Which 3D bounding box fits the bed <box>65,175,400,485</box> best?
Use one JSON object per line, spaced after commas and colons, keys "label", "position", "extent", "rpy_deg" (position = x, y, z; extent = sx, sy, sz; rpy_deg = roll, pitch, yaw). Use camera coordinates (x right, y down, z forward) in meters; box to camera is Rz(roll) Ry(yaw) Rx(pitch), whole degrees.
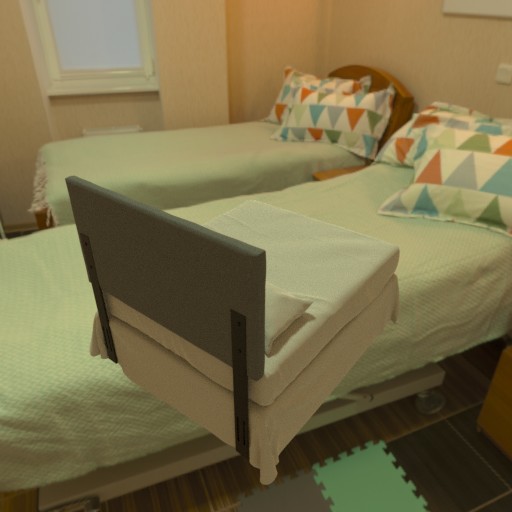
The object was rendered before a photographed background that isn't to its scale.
{"label": "bed", "position": [0.000, 0.000, 3.579], "extent": [1.936, 1.577, 2.222], "rpy_deg": [22, 37, 32]}
